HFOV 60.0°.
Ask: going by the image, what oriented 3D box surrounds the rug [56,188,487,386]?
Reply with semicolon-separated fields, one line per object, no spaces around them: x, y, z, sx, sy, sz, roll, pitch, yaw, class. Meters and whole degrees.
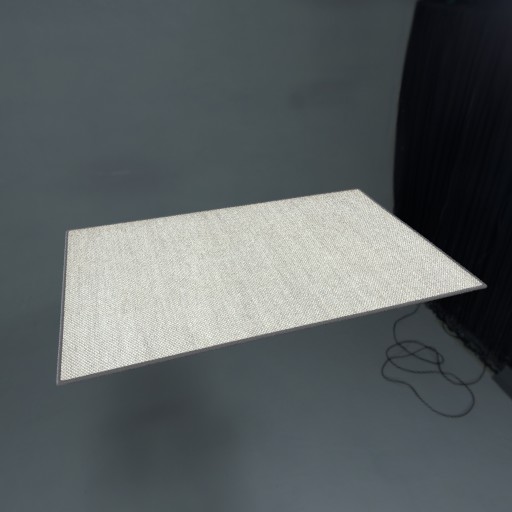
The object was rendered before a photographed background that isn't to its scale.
0.000;0.000;2.043;1.676;0.013;1.067;-10;33;-16;rug
